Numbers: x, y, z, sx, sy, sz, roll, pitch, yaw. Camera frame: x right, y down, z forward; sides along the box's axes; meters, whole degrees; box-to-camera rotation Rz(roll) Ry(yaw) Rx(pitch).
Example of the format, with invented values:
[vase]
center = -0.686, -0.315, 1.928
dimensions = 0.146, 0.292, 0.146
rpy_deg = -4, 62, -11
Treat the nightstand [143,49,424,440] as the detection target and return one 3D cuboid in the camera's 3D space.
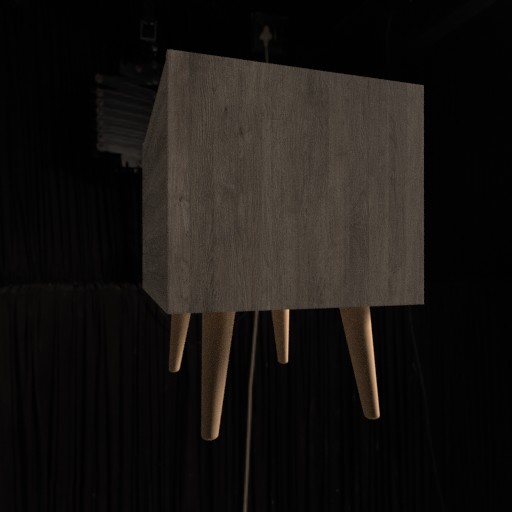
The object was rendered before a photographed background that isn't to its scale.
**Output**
[nightstand]
center = 0.000, 0.000, 0.823
dimensions = 0.380, 0.500, 0.480
rpy_deg = 0, 0, -18
